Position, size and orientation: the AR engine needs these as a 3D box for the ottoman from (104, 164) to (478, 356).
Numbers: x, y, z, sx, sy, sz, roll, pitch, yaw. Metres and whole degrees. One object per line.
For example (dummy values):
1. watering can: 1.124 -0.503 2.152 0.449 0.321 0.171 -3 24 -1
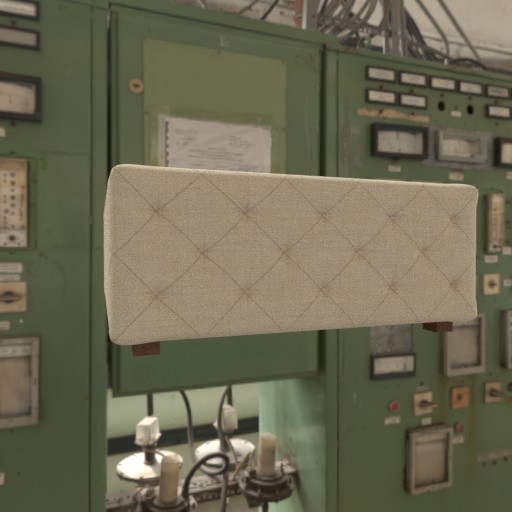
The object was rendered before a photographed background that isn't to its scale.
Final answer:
1. ottoman: 0.000 0.000 1.596 1.028 0.439 1.028 0 1 -19
